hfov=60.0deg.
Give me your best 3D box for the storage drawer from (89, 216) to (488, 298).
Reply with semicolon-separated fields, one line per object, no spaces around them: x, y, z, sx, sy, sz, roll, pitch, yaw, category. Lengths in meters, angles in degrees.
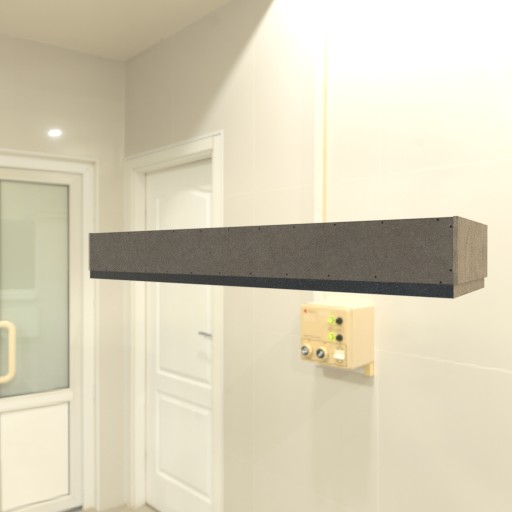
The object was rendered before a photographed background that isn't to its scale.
0.000;0.000;2.308;2.072;0.274;0.591;0;0;36;storage drawer
